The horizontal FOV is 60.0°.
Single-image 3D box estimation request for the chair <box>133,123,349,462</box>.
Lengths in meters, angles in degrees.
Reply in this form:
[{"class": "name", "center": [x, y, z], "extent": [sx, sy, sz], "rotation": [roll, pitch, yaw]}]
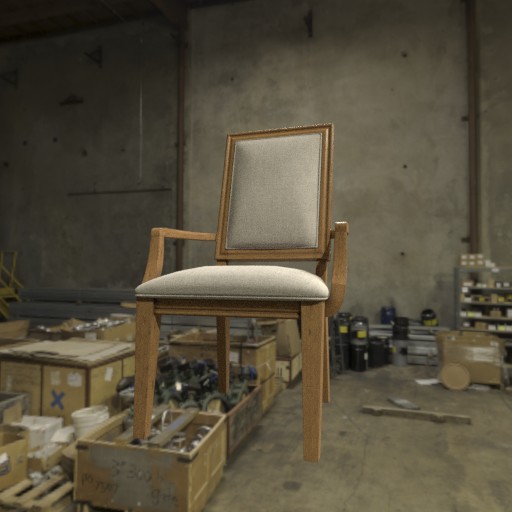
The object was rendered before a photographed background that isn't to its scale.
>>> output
[{"class": "chair", "center": [0.000, 0.000, 1.413], "extent": [0.606, 0.990, 0.602], "rotation": [-1, -2, 18]}]
